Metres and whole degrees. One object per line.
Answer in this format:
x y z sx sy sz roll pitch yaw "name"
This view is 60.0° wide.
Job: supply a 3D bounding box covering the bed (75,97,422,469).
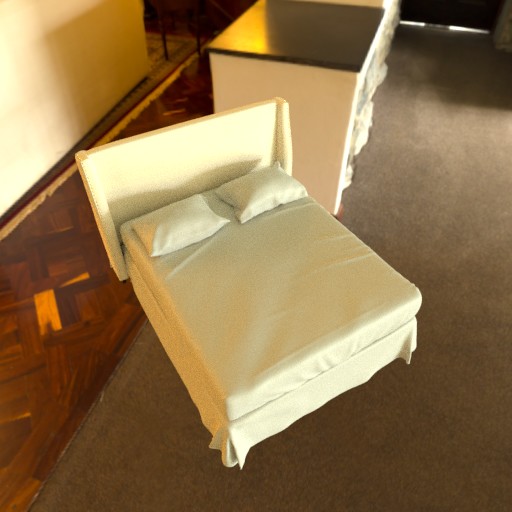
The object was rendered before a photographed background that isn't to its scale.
0.000 0.000 3.516 1.925 1.332 2.276 -23 49 -22 "bed"
